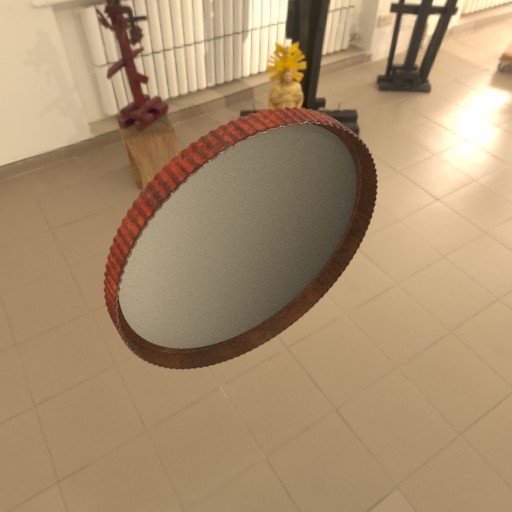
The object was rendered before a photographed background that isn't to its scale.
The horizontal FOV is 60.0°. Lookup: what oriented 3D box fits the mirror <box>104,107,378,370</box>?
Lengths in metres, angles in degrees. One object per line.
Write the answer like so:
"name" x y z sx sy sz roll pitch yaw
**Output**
"mirror" 0.000 0.000 0.909 0.609 0.609 0.056 -25 52 -22
